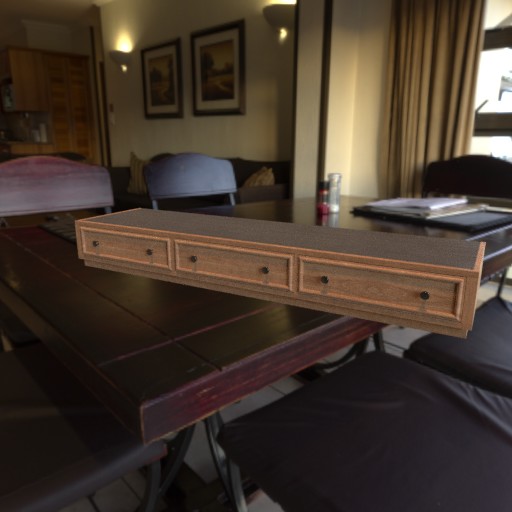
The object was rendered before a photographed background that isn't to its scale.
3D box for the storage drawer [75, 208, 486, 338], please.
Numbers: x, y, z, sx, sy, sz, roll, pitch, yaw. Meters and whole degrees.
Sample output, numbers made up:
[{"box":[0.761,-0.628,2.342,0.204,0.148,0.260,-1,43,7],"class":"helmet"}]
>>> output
[{"box":[0.000,0.000,2.247,2.032,0.264,0.538,8,17,28],"class":"storage drawer"}]
